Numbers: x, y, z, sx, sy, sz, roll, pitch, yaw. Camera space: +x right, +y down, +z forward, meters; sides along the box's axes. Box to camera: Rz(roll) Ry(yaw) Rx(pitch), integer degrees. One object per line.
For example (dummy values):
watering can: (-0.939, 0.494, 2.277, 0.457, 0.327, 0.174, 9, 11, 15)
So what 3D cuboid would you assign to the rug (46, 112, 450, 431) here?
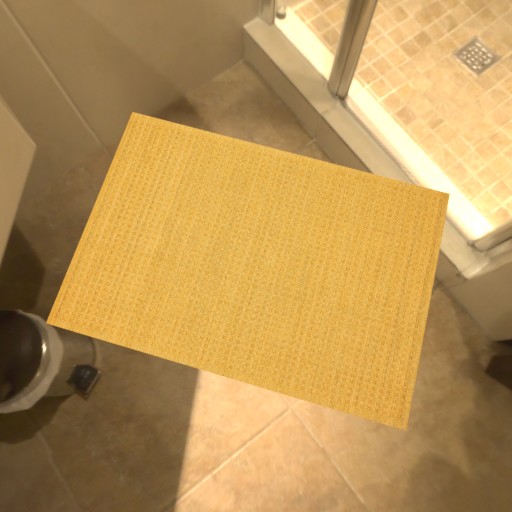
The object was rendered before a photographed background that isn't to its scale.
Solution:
rug: (0.000, 0.000, 3.662, 2.895, 0.006, 1.981, 15, 75, 4)
